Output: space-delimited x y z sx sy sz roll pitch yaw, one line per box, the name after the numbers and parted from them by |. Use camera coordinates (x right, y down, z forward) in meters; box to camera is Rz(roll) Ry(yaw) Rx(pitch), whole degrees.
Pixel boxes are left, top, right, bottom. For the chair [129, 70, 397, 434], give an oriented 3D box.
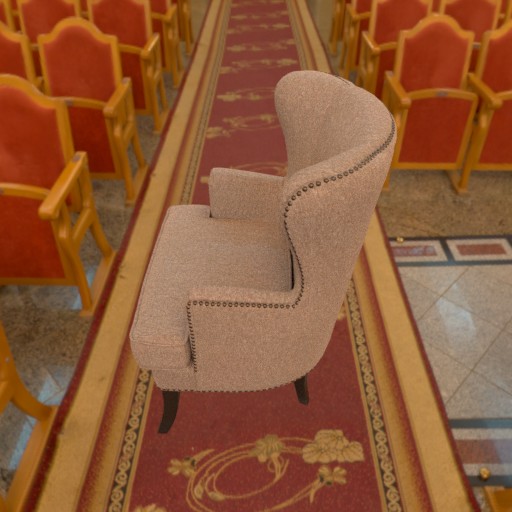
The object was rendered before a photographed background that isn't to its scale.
0.000 0.000 1.552 0.758 1.060 0.759 1 40 1 | chair
